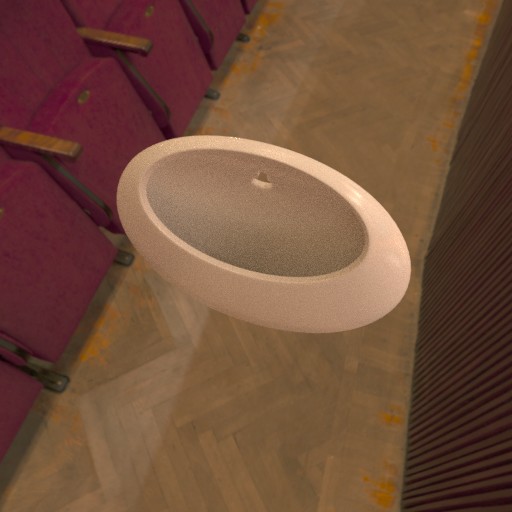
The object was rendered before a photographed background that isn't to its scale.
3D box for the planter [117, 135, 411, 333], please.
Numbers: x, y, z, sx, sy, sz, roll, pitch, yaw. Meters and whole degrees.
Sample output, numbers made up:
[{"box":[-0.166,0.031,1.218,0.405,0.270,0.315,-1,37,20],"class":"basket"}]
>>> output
[{"box":[0.000,0.000,0.279,0.185,0.188,0.043,15,59,9],"class":"planter"}]
